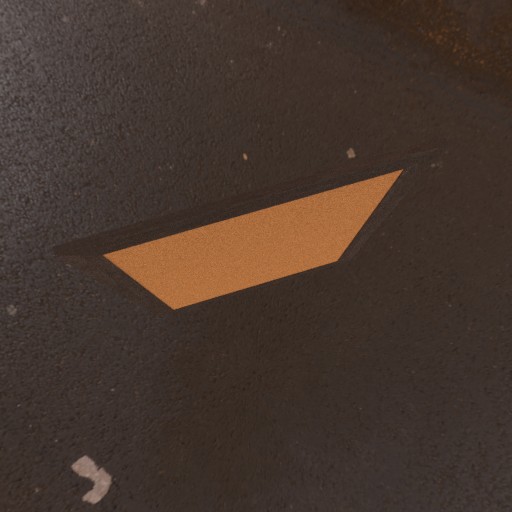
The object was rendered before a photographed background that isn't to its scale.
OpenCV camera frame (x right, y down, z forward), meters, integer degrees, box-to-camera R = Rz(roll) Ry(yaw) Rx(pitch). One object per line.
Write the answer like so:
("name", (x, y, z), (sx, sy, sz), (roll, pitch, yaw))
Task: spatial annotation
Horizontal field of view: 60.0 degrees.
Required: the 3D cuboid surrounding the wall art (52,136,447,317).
("wall art", (0.000, 0.000, 0.790), (0.476, 0.570, 0.013), (-16, 76, -4))
